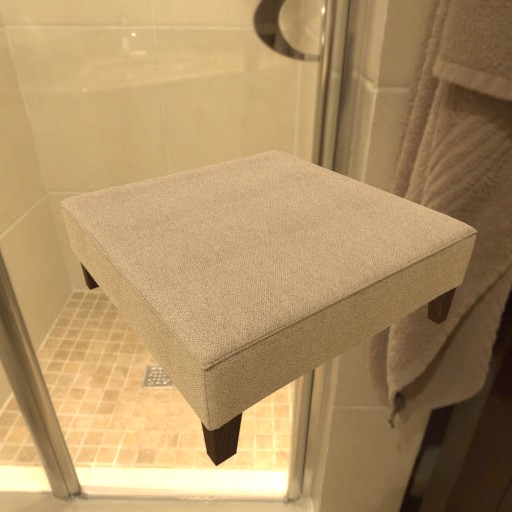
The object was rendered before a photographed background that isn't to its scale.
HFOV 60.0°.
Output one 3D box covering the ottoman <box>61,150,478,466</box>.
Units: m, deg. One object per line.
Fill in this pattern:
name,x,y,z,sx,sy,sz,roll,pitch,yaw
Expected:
ottoman,0.000,0.000,1.501,0.973,0.381,0.982,-21,36,-31
